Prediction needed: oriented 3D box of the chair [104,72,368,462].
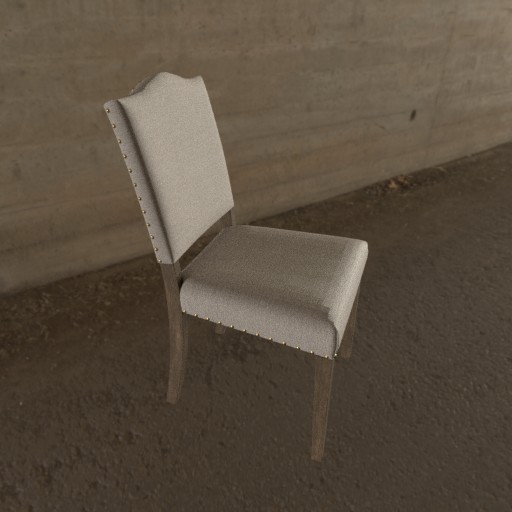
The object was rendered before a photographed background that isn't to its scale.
[{"bbox_3d":[0.000,0.000,1.351,0.620,1.020,0.508,11,31,18],"label":"chair"}]
